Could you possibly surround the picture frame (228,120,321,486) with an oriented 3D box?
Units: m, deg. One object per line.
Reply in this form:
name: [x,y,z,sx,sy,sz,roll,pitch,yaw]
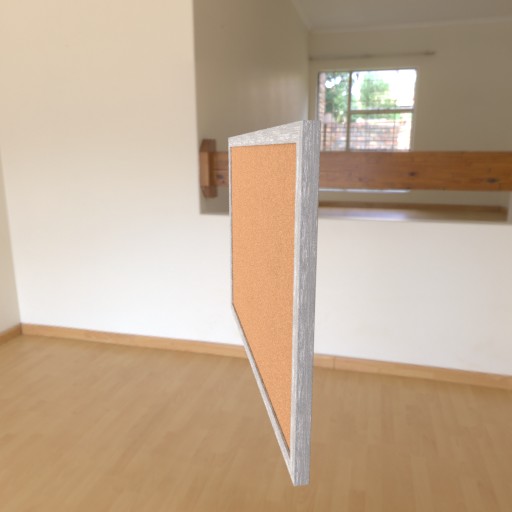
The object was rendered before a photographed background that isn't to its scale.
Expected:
picture frame: [0.000,0.000,1.193,0.029,0.640,0.950,-2,14,-10]
